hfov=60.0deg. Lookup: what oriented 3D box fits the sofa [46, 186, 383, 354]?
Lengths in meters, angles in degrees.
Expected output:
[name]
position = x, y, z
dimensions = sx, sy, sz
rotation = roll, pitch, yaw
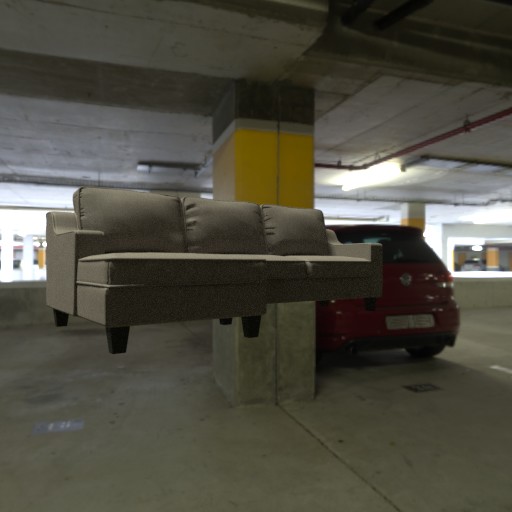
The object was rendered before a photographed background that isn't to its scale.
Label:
[sofa]
position = 0.000, 0.000, 3.198
dimensions = 2.561, 0.928, 1.294
rotation = 1, -1, -36
